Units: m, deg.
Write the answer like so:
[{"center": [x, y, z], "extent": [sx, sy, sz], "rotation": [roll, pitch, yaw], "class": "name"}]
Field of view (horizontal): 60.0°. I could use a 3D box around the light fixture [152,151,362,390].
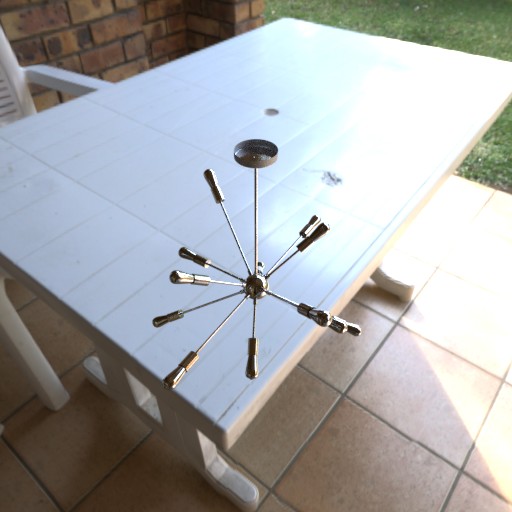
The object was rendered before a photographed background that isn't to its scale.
[{"center": [0.000, 0.000, 1.048], "extent": [0.509, 0.558, 0.684], "rotation": [24, 48, 24], "class": "light fixture"}]
